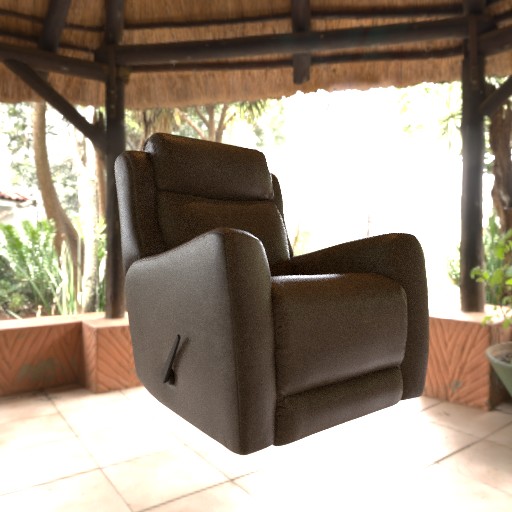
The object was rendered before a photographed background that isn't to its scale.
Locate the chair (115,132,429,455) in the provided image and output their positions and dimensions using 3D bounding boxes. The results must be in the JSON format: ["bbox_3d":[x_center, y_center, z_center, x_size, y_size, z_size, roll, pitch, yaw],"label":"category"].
[{"bbox_3d":[0.000,0.000,1.859,0.967,1.116,1.068,0,1,-36],"label":"chair"}]
